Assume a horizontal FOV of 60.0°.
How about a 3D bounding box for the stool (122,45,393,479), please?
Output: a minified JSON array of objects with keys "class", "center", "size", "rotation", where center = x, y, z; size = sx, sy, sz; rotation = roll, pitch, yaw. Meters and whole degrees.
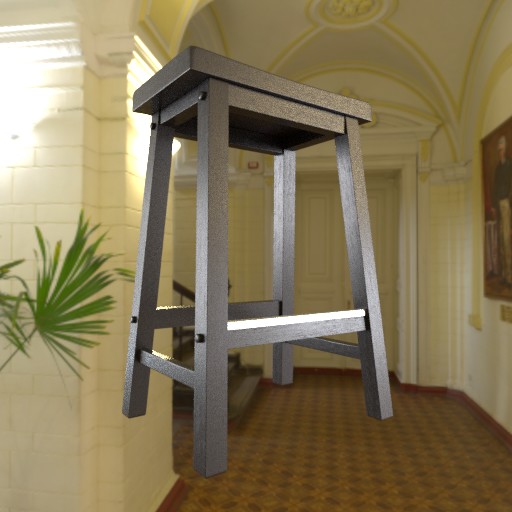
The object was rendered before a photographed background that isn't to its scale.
[{"class":"stool","center":[0.000,0.000,0.850],"size":[0.406,0.610,0.322],"rotation":[1,-1,-36]}]
